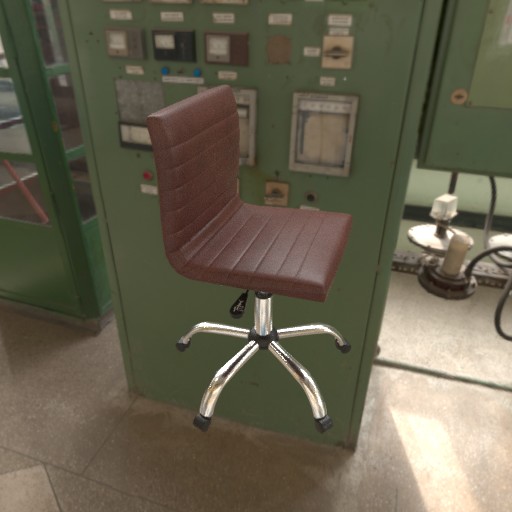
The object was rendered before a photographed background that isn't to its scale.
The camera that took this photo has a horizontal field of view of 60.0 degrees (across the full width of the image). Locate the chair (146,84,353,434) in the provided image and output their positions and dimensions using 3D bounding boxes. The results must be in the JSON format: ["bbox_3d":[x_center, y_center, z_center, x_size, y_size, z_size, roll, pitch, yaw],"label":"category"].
[{"bbox_3d":[0.000,0.000,1.157,0.530,0.780,0.556,10,32,17],"label":"chair"}]
